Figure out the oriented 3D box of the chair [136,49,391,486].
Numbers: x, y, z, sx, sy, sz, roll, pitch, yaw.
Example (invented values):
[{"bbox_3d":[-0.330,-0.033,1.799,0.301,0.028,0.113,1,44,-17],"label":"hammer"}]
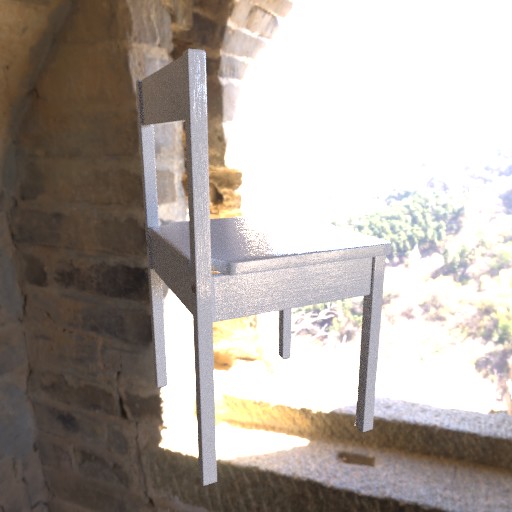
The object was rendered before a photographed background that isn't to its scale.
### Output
[{"bbox_3d":[0.000,0.000,0.874,0.361,0.668,0.367,-7,16,-24],"label":"chair"}]
